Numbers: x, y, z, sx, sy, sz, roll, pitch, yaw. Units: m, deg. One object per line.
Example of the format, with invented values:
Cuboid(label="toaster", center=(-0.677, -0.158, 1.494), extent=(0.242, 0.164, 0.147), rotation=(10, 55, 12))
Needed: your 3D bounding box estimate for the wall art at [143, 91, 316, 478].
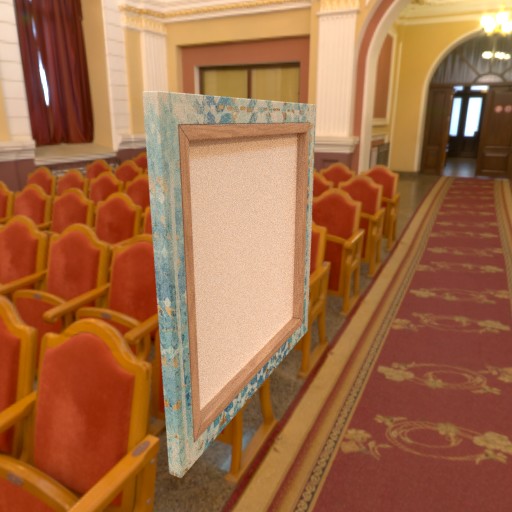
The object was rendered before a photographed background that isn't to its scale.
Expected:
Cuboid(label="wall art", center=(0.000, 0.000, 1.380), extent=(0.040, 0.916, 0.916), rotation=(8, 19, 25))
